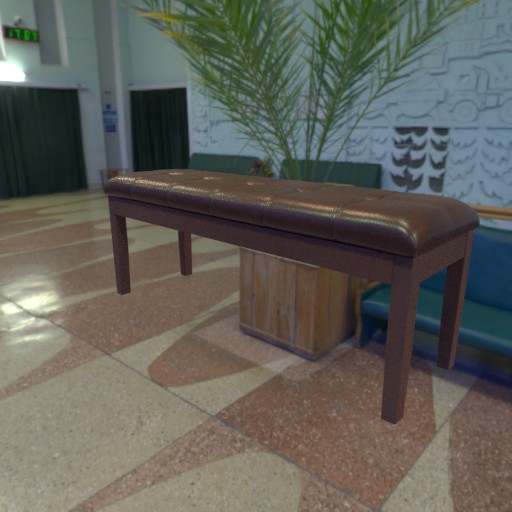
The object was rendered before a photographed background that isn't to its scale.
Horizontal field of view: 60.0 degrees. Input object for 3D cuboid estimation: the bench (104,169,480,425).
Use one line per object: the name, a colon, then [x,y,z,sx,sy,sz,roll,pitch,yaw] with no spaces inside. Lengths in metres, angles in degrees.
bench: [0.000,0.000,1.486,1.259,0.491,0.401,15,22,41]
